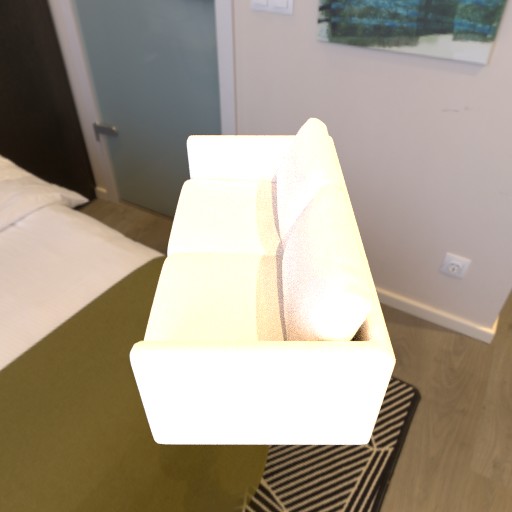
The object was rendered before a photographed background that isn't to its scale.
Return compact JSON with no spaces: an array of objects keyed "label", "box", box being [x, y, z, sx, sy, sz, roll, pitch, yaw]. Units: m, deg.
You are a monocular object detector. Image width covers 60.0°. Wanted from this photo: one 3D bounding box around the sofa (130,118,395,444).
[{"label":"sofa","box":[0.000,0.000,2.269,0.940,0.893,1.713,0,40,0]}]
